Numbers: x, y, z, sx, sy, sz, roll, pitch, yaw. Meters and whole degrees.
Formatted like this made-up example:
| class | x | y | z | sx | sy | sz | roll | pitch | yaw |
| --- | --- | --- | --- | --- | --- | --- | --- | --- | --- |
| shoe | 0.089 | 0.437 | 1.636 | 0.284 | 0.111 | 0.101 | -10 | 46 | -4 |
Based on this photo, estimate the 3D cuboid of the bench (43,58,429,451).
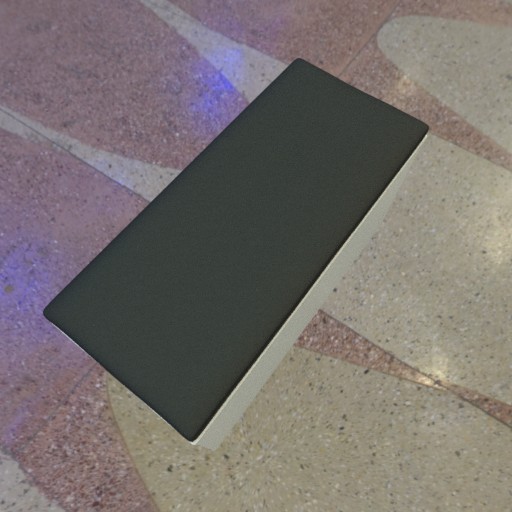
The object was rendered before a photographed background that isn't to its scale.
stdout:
| class | x | y | z | sx | sy | sz | roll | pitch | yaw |
| --- | --- | --- | --- | --- | --- | --- | --- | --- | --- |
| bench | 0.000 | 0.000 | 1.195 | 0.401 | 0.500 | 0.899 | 34 | 69 | 15 |
